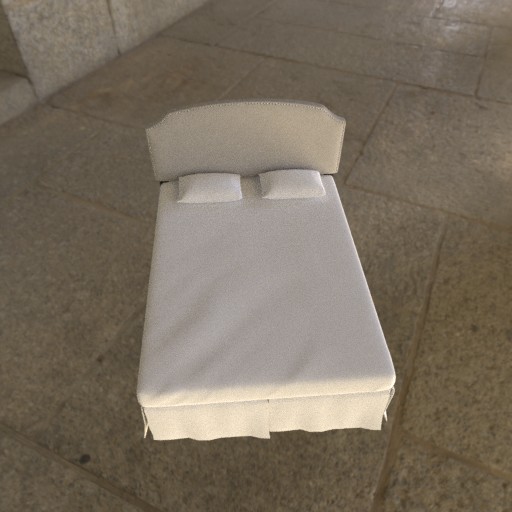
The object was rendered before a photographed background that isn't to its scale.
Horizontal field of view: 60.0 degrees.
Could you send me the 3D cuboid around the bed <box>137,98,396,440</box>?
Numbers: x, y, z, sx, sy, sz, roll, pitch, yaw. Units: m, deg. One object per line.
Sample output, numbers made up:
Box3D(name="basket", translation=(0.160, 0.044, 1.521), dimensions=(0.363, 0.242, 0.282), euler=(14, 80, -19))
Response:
Box3D(name="bed", translation=(0.000, 0.000, 3.027), dimensions=(1.558, 1.270, 1.999), euler=(-3, 47, -3))
